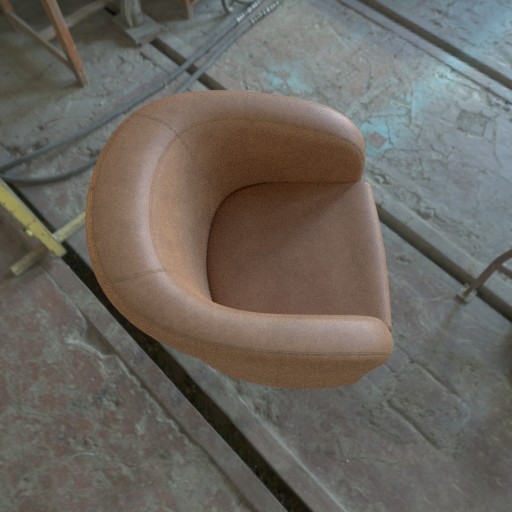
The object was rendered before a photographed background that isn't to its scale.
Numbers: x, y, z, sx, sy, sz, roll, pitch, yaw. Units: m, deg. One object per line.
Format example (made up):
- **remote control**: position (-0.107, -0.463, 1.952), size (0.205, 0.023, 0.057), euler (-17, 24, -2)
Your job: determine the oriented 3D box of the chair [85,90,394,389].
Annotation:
- **chair**: position (0.000, 0.000, 1.398), size (0.815, 0.771, 0.791), euler (0, 65, 0)
